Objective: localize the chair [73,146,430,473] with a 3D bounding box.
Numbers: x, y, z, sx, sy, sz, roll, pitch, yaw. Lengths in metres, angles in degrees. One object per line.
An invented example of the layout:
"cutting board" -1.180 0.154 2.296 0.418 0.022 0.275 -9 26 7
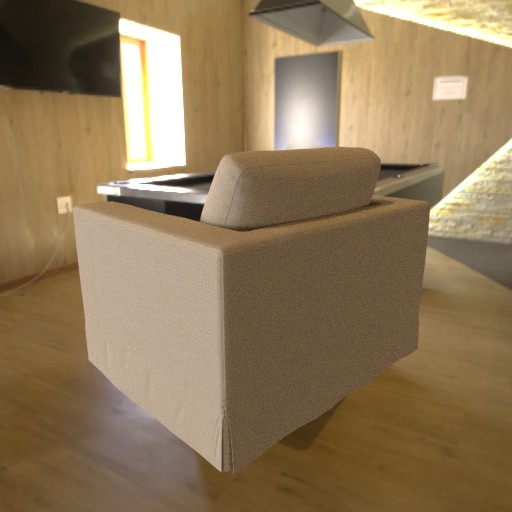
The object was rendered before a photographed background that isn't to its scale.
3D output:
"chair" 0.000 0.000 1.827 1.150 0.878 0.957 -15 21 -42
